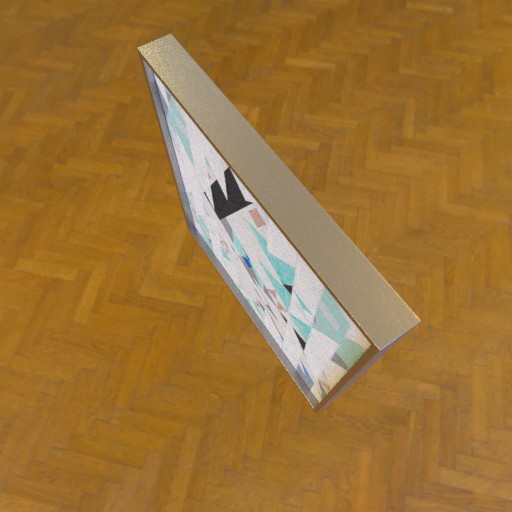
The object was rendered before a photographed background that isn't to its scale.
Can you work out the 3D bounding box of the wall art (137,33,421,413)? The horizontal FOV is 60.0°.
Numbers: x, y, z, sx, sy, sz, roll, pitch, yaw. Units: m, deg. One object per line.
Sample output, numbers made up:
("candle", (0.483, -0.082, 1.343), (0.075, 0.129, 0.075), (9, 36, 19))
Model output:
("wall art", (0.000, 0.000, 0.519), (0.038, 0.350, 0.350), (-31, 68, -14))
